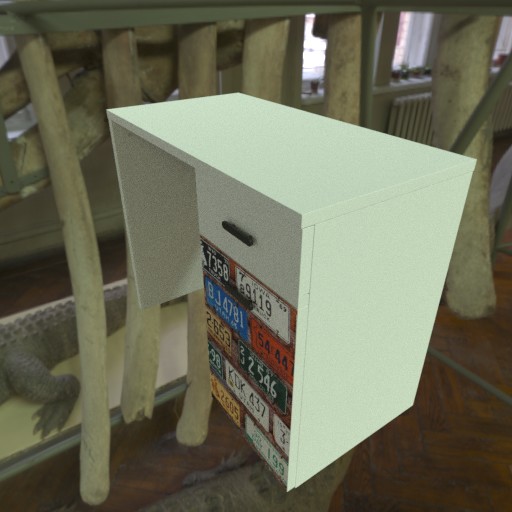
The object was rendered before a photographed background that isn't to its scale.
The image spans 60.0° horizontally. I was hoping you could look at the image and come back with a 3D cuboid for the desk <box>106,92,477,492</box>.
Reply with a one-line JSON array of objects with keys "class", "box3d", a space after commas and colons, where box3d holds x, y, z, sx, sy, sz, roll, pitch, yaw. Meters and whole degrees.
[{"class": "desk", "box3d": [0.000, 0.000, 1.294, 0.482, 0.730, 0.898, -19, 36, -30]}]
